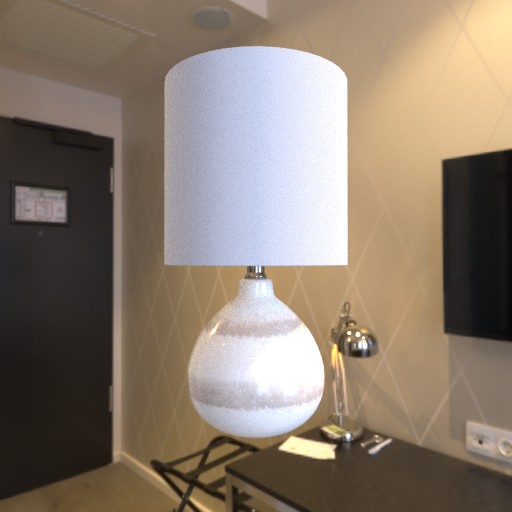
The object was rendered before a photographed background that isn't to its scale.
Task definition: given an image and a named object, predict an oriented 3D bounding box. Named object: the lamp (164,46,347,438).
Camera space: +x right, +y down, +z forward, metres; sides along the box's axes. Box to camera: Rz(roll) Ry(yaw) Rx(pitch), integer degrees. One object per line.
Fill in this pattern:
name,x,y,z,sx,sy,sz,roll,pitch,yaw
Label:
lamp,0.000,0.000,0.535,0.217,0.404,0.217,0,0,16
